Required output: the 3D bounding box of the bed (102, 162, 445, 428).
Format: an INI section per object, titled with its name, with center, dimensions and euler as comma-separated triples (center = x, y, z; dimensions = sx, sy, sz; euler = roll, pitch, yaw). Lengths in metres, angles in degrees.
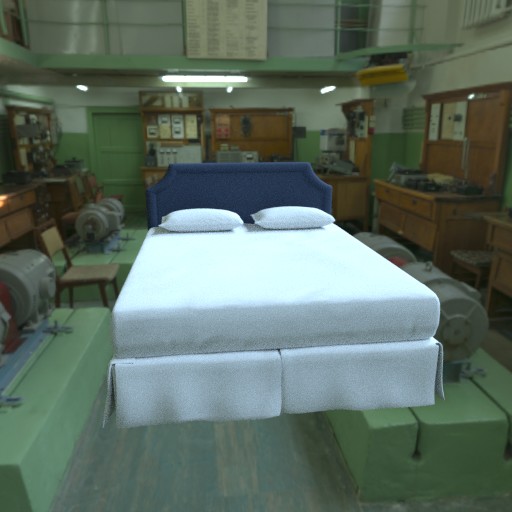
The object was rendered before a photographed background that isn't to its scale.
[bed]
center = 0.000, 0.000, 4.061
dimensions = 2.350, 1.488, 2.773
euler = -2, 16, -7
